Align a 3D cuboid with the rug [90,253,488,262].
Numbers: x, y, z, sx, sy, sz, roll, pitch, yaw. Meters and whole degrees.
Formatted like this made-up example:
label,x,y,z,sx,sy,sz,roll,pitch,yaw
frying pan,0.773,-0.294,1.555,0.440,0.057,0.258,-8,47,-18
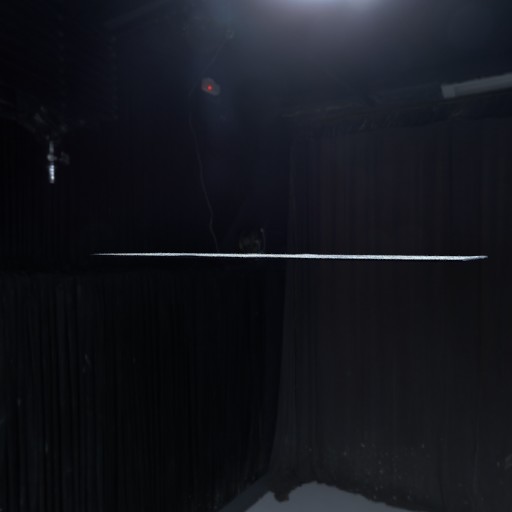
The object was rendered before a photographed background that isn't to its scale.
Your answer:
label,x,y,z,sx,sy,sz,roll,pitch,yaw
rug,0.000,0.000,2.519,2.283,0.016,0.602,1,1,35
